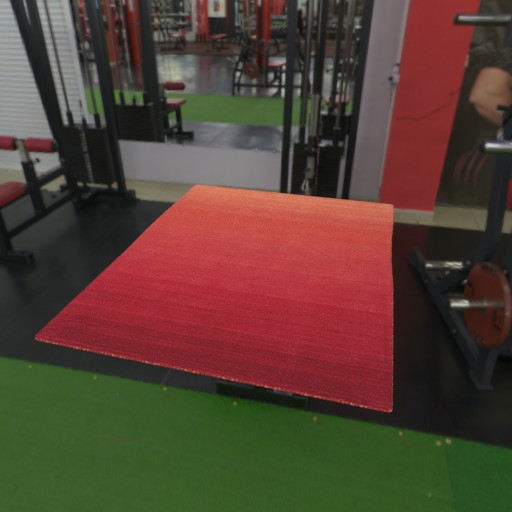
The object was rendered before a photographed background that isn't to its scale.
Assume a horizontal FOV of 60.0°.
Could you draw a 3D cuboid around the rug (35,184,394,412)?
[{"bbox_3d":[0.000,0.000,3.907,2.340,0.028,2.905,8,31,13],"label":"rug"}]
